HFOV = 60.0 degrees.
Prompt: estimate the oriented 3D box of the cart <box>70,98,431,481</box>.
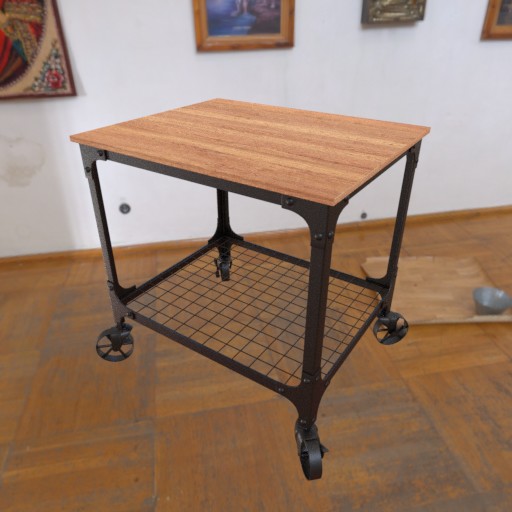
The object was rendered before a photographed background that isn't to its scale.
[{"bbox_3d":[0.000,0.000,1.079,0.666,0.603,0.558,19,35,29],"label":"cart"}]
